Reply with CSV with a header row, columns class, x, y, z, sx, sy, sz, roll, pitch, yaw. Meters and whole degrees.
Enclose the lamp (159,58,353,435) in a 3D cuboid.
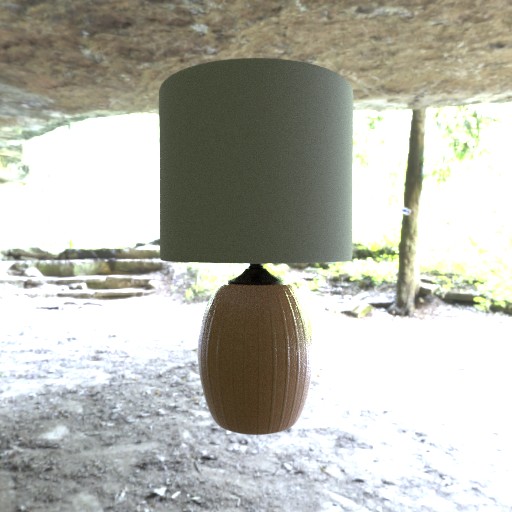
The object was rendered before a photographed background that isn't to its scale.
class,x,y,z,sx,sy,sz,roll,pitch,yaw
lamp,0.000,0.000,0.773,0.329,0.570,0.329,0,2,0
